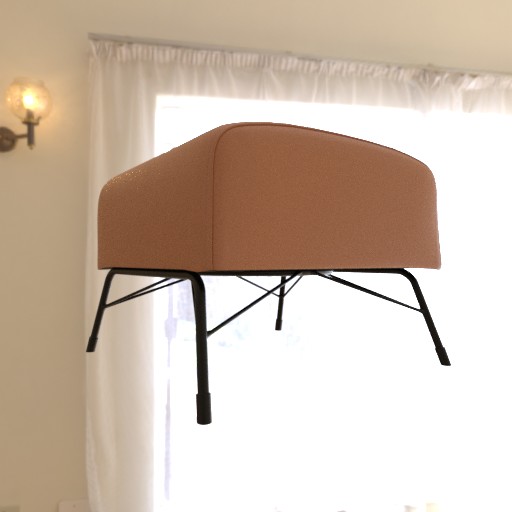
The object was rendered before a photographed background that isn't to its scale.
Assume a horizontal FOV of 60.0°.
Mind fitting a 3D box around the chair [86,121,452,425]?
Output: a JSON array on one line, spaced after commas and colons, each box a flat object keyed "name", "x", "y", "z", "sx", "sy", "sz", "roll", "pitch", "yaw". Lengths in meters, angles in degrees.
[{"name": "chair", "x": 0.000, "y": 0.000, "z": 0.894, "sx": 0.530, "sy": 0.410, "sz": 0.530, "roll": 0, "pitch": -1, "yaw": -35}]
